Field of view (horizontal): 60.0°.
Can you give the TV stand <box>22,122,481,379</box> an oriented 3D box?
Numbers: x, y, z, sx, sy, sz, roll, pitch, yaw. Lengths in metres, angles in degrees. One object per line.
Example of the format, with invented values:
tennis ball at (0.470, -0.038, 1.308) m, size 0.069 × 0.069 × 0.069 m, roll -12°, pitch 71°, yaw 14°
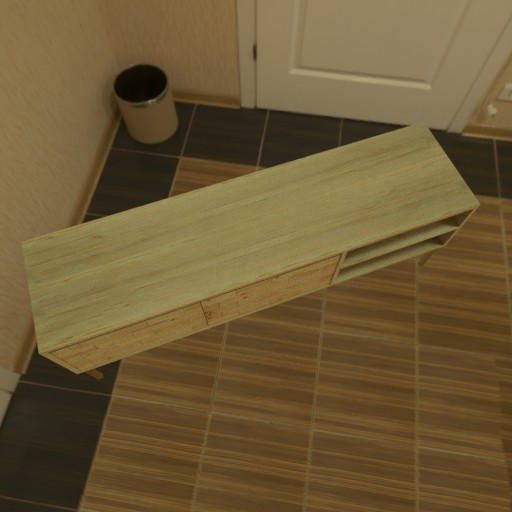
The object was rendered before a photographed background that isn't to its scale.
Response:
TV stand at (0.000, 0.000, 1.839) m, size 1.600 × 0.550 × 0.420 m, roll -18°, pitch 66°, yaw -9°
